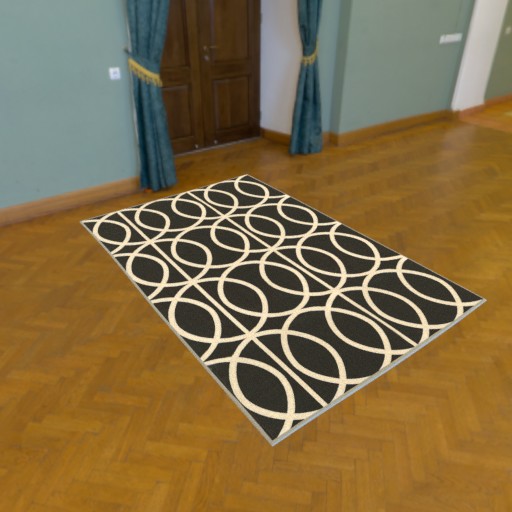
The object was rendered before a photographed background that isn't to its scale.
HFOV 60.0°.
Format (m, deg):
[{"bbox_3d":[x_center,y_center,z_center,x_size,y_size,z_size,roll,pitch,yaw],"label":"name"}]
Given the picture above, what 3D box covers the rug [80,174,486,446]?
[{"bbox_3d":[0.000,0.000,2.856,1.528,0.014,2.294,-22,39,-30],"label":"rug"}]
